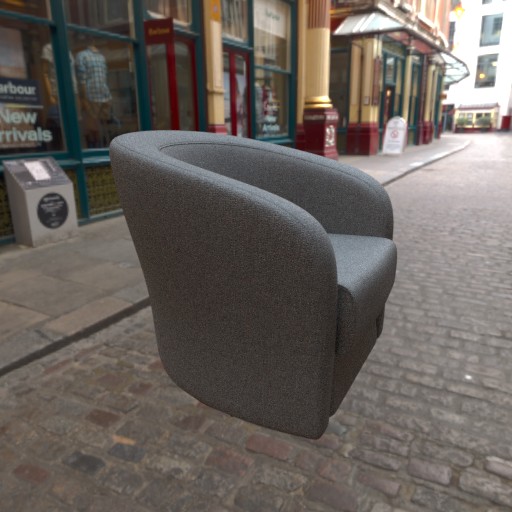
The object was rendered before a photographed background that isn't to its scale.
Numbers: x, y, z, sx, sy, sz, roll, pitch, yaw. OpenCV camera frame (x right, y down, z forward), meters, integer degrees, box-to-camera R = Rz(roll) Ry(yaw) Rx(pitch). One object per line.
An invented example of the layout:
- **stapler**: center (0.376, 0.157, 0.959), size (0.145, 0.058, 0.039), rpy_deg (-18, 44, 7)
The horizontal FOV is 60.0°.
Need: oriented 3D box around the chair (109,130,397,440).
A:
- **chair**: center (0.000, 0.000, 1.421), size (0.815, 0.771, 0.791), rpy_deg (8, 18, 27)
